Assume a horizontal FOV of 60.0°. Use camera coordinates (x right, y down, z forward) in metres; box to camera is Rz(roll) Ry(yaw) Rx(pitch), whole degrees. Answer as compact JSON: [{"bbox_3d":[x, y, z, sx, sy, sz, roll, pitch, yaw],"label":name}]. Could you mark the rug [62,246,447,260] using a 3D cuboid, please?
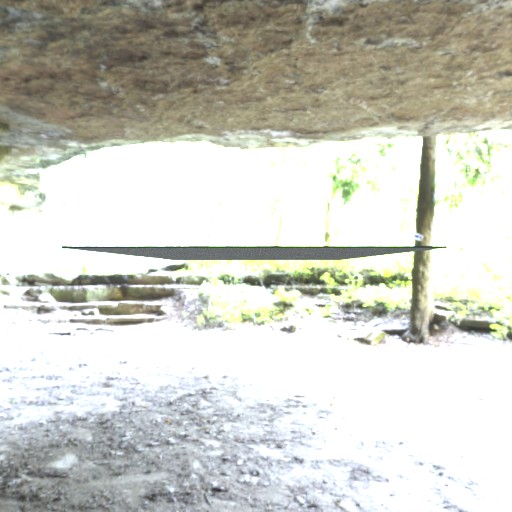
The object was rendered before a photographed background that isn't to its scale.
[{"bbox_3d":[0.000,0.000,2.867,1.522,0.008,2.284,0,-2,0],"label":"rug"}]
